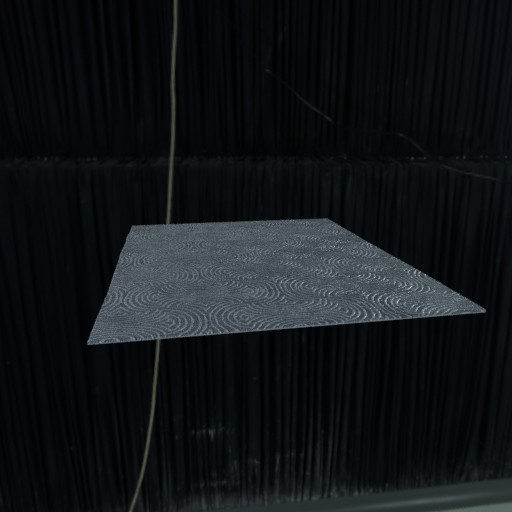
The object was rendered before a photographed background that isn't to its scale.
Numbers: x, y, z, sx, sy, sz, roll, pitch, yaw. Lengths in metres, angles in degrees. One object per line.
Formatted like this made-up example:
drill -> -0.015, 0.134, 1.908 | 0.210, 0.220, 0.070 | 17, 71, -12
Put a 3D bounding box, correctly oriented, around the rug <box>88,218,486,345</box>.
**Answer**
rug -> 0.000, 0.000, 4.067 | 2.456, 0.021, 3.042 | -3, 16, -10
